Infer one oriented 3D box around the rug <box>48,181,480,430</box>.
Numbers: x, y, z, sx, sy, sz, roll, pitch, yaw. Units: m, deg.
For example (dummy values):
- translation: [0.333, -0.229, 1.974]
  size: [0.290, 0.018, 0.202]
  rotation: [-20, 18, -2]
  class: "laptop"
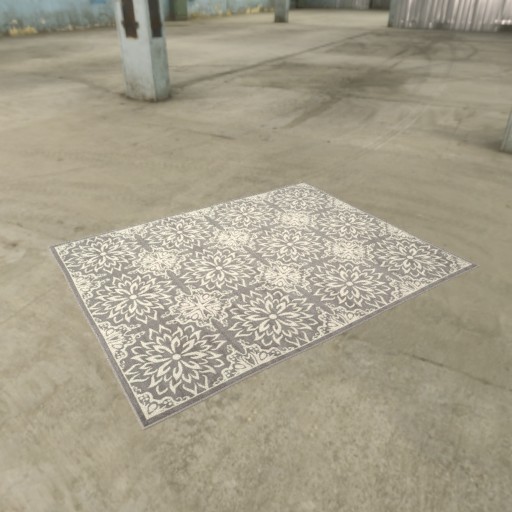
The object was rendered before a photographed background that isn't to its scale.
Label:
- translation: [0.000, 0.000, 3.889]
  size: [2.980, 0.012, 2.363]
  rotation: [-19, 35, -28]
  class: "rug"
